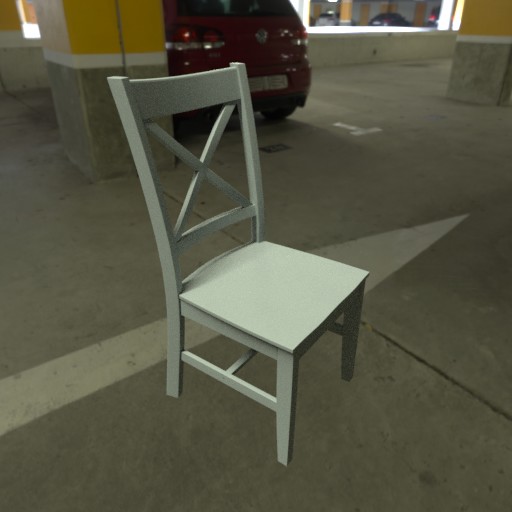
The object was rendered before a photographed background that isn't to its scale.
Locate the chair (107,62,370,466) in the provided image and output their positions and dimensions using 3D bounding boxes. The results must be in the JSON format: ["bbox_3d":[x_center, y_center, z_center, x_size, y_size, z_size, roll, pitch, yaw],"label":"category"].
[{"bbox_3d":[0.000,0.000,1.293,0.542,0.983,0.485,19,33,31],"label":"chair"}]
